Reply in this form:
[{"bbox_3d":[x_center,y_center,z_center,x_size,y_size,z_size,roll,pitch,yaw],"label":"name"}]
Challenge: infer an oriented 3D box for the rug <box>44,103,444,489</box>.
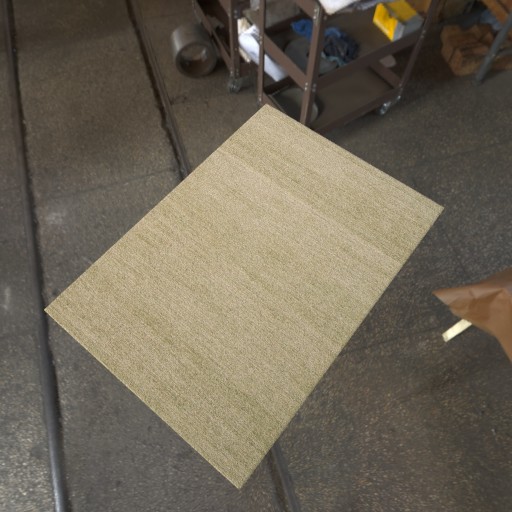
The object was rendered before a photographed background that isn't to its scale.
[{"bbox_3d":[0.000,0.000,5.142,2.782,0.025,3.935,36,68,16],"label":"rug"}]
